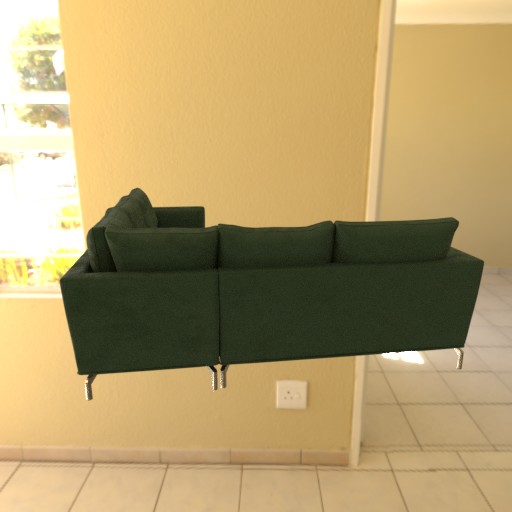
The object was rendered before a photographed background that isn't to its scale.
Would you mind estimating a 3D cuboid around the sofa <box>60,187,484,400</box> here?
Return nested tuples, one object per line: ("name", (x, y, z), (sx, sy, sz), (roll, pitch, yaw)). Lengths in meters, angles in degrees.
("sofa", (0.000, 0.000, 3.735), (2.468, 1.004, 2.452), (-2, 15, -8))
